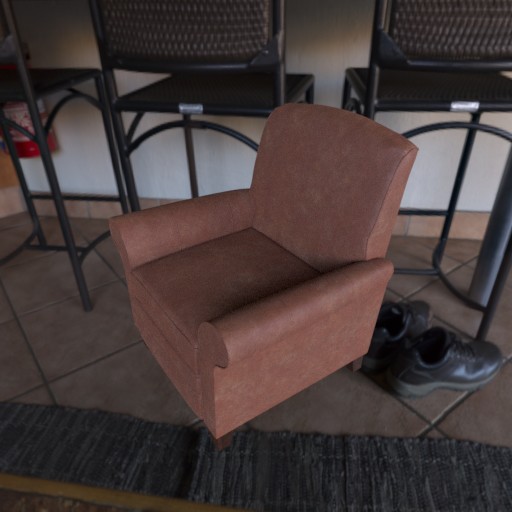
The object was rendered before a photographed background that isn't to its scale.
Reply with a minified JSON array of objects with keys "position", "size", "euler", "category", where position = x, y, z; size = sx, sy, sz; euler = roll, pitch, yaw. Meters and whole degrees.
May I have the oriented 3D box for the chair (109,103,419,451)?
[{"position":[0.000,0.000,1.815],"size":[0.902,1.061,0.978],"euler":[-20,37,-29],"category":"chair"}]
